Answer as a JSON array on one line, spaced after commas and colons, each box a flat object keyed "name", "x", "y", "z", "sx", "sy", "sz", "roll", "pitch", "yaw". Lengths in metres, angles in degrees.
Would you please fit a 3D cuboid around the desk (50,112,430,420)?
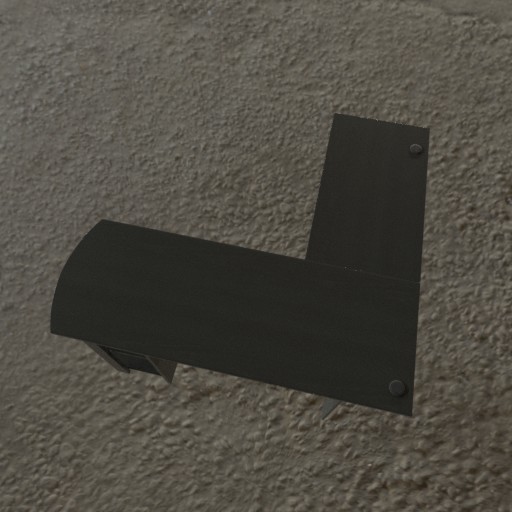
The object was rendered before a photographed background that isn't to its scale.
[{"name": "desk", "x": 0.000, "y": 0.000, "z": 2.152, "sx": 1.361, "sy": 0.716, "sz": 1.303, "roll": 11, "pitch": 63, "yaw": 6}]
